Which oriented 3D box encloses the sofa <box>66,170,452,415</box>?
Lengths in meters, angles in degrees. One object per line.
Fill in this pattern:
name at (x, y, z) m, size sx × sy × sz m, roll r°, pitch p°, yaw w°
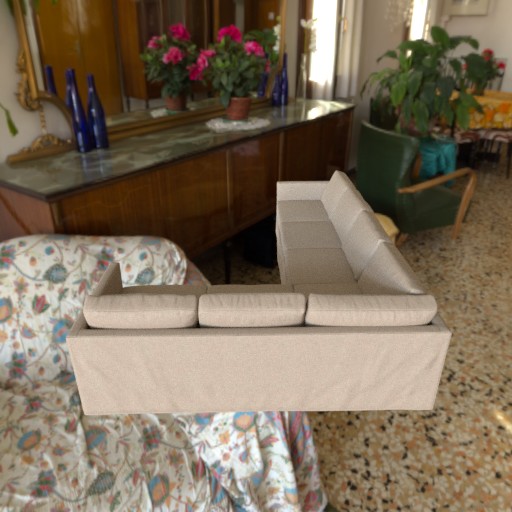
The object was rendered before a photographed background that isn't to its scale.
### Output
sofa at (0.000, 0.000, 4.271) m, size 2.432 × 0.871 × 3.182 m, roll 0°, pitch 27°, yaw -1°
